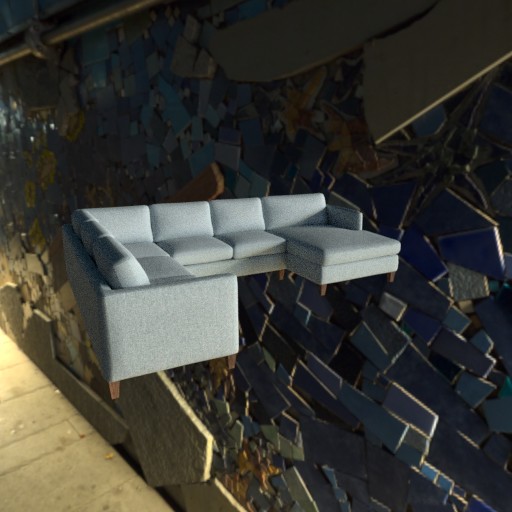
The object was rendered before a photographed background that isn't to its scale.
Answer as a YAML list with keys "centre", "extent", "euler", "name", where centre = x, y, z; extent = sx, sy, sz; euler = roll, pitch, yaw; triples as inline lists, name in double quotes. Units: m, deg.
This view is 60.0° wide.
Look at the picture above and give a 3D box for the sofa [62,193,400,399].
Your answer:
- centre: [0.000, 0.000, 4.475]
  extent: [3.403, 0.889, 2.551]
  euler: [-8, 17, -27]
  name: "sofa"
